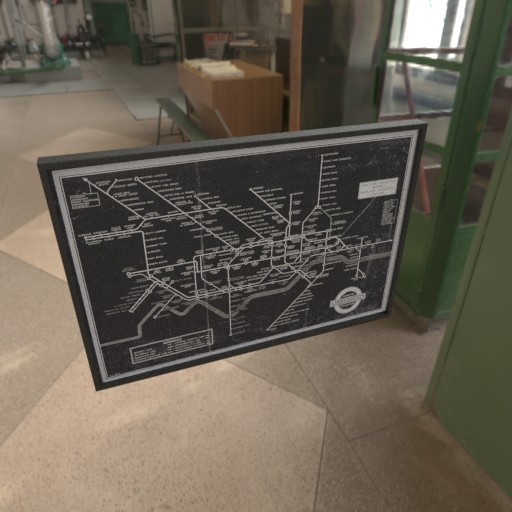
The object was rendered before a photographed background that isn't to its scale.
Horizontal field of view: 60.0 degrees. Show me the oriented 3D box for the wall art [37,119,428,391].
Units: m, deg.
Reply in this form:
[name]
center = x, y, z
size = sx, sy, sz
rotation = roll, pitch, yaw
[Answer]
[wall art]
center = 0.000, 0.000, 0.564
size = 0.443, 0.301, 0.021
rotation = -11, 32, -17
